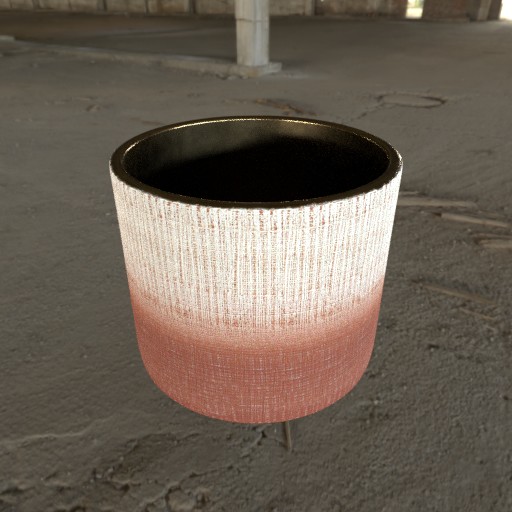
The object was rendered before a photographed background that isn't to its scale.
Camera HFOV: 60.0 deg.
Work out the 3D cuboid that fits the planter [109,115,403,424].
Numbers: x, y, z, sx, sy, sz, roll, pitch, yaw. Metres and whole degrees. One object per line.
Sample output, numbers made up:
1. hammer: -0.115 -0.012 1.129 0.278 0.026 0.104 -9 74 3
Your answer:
1. planter: 0.000 0.000 0.446 0.254 0.221 0.254 0 31 0
